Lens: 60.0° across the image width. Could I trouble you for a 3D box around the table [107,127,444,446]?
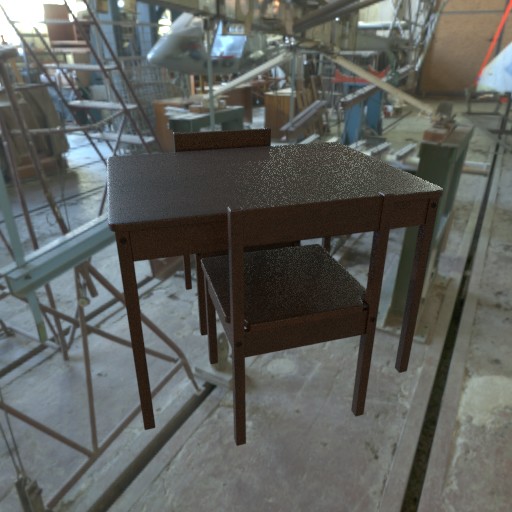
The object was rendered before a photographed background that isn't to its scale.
[{"bbox_3d":[0.000,0.000,1.105,0.650,0.503,0.672,-8,27,-15],"label":"table"}]
